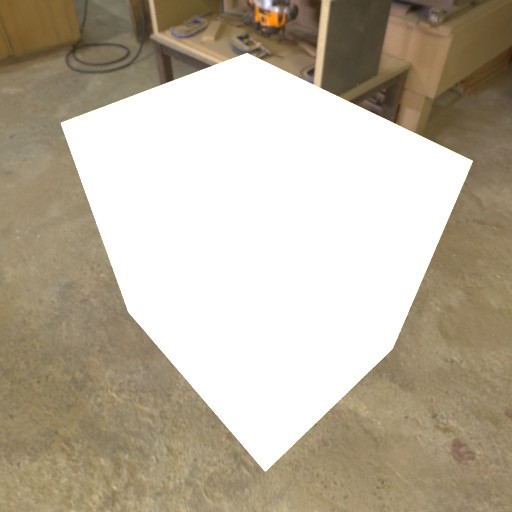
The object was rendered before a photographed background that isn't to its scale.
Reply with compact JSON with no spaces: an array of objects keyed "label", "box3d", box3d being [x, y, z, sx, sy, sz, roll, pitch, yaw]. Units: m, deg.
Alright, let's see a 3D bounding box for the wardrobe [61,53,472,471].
[{"label":"wardrobe","box3d":[0.000,0.000,0.871,0.400,0.520,0.500,-33,55,-27]}]
